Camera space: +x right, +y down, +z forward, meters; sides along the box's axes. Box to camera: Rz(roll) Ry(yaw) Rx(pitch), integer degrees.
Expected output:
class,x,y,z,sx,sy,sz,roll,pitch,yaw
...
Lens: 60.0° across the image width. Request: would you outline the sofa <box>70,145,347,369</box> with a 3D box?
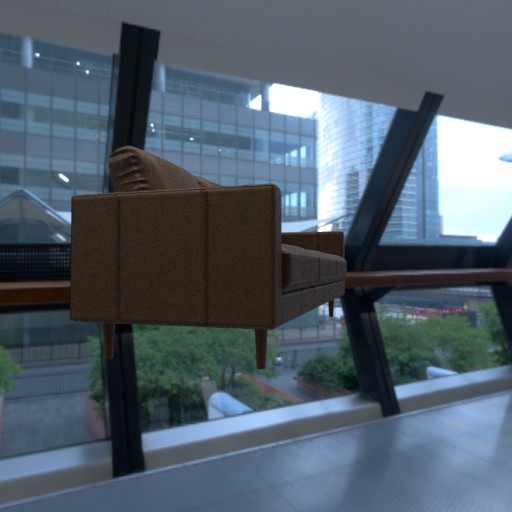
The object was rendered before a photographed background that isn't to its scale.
class,x,y,z,sx,sy,sz,roll,pitch,yaw
sofa,0.000,0.000,2.748,0.903,0.930,2.231,-1,-2,18
